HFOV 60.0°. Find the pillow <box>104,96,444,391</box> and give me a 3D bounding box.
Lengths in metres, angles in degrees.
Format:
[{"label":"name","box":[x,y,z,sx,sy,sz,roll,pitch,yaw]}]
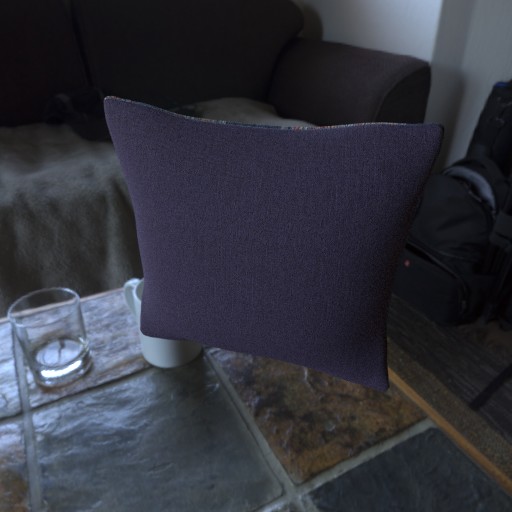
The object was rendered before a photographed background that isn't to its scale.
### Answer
[{"label":"pillow","box":[0.000,0.000,0.643,0.437,0.419,0.136,10,33,15]}]
